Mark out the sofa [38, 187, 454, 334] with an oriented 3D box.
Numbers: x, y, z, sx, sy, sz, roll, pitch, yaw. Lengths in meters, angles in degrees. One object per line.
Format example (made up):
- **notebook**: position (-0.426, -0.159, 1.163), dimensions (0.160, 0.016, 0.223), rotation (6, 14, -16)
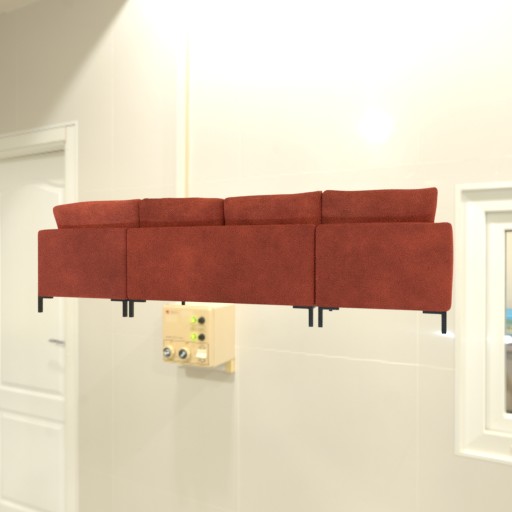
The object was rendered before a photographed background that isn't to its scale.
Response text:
- **sofa**: position (0.000, 0.000, 3.841), dimensions (2.971, 0.858, 1.981), rotation (0, 0, 18)
